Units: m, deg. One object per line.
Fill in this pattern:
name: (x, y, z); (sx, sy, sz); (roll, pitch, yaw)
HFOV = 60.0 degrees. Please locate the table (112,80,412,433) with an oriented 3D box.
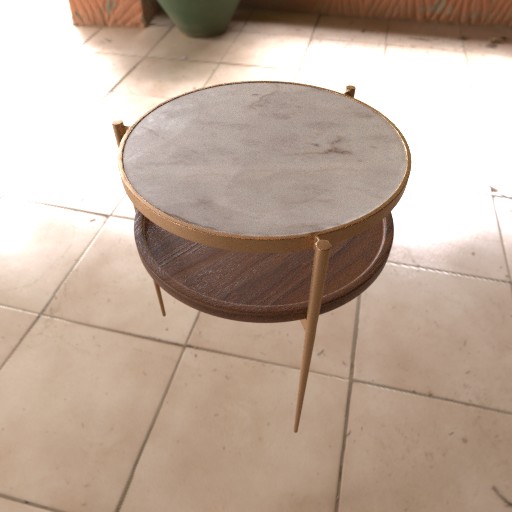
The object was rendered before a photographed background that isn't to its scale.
table: (0.000, 0.000, 0.826); (0.456, 0.493, 0.430); (9, 46, 9)
